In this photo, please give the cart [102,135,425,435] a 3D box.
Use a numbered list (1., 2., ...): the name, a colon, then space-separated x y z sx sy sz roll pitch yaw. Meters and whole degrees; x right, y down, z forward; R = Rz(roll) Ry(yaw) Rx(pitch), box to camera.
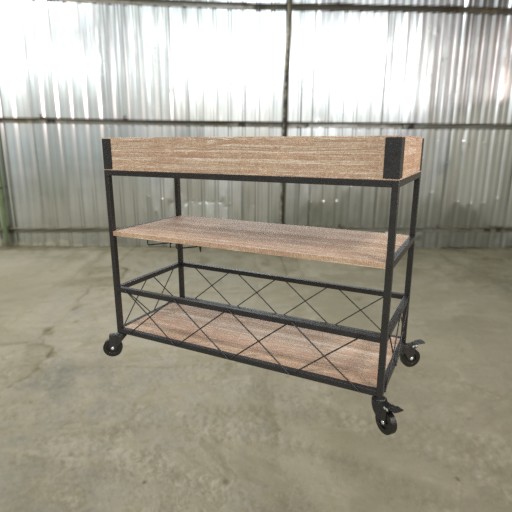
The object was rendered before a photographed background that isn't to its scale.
1. cart: 0.000 0.000 1.525 1.101 0.787 0.500 7 16 26
